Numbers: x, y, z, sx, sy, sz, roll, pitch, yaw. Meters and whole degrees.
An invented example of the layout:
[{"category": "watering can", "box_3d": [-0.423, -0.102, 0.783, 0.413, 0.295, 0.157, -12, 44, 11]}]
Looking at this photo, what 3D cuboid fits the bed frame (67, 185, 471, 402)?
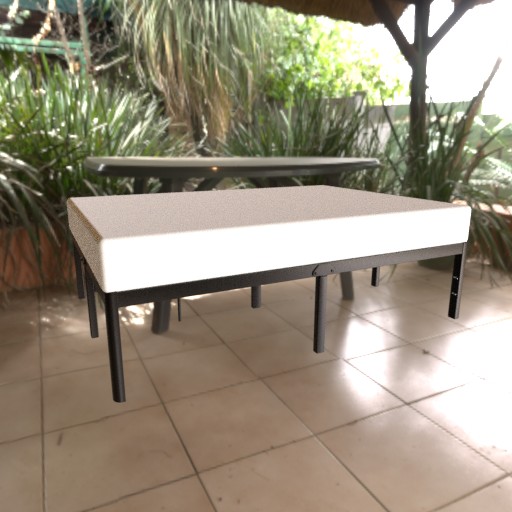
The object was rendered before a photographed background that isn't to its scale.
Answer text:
[{"category": "bed frame", "box_3d": [0.000, 0.000, 2.675, 1.956, 0.659, 1.408, -7, 16, -26]}]
